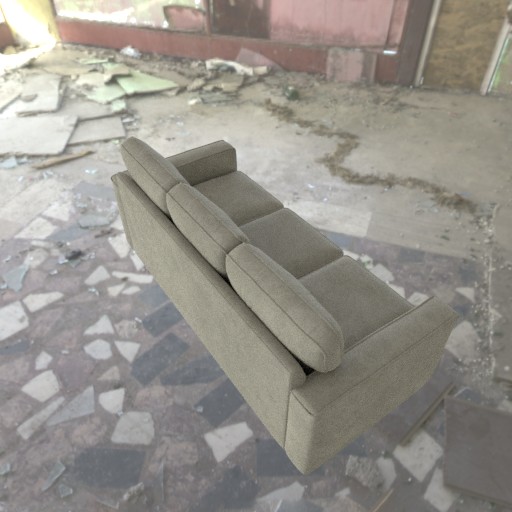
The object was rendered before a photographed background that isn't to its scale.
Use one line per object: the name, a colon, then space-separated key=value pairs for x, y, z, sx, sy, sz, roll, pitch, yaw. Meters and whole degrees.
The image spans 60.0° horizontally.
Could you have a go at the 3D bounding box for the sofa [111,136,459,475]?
sofa: x=0.000 y=0.000 z=2.656 sx=0.939 sy=0.965 sz=2.133 roll=-25 pitch=48 yaw=-25
